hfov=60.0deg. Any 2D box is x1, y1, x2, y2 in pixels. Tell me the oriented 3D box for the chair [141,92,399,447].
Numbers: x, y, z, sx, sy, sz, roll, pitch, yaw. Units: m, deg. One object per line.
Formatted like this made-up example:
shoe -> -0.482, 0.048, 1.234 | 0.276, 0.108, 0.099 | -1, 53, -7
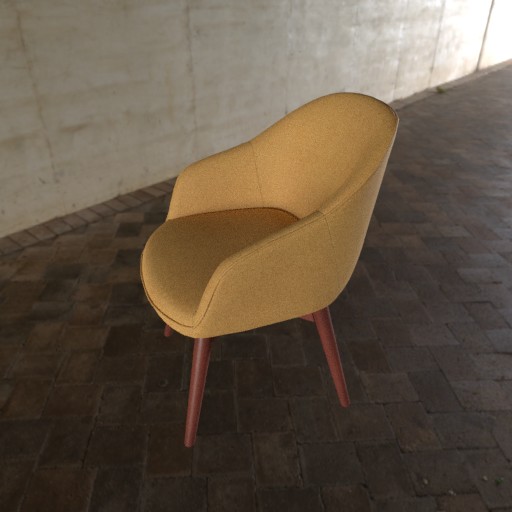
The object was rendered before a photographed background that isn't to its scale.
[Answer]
chair -> 0.000, 0.000, 1.245 | 0.635, 0.823, 0.596 | -9, 32, -14
